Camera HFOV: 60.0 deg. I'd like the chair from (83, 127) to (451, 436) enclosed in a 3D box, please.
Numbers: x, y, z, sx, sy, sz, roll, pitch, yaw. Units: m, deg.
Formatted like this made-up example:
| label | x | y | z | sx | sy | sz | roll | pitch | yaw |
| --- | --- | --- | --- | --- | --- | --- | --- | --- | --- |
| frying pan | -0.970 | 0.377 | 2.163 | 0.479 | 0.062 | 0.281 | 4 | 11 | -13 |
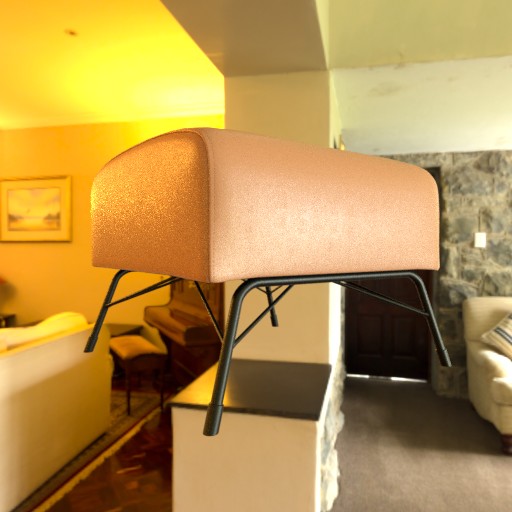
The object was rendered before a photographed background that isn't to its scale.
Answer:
| label | x | y | z | sx | sy | sz | roll | pitch | yaw |
| --- | --- | --- | --- | --- | --- | --- | --- | --- | --- |
| chair | 0.000 | 0.000 | 0.885 | 0.530 | 0.410 | 0.530 | -1 | 1 | -36 |
